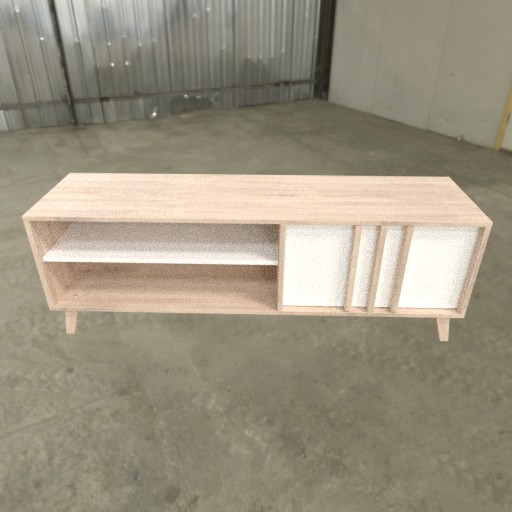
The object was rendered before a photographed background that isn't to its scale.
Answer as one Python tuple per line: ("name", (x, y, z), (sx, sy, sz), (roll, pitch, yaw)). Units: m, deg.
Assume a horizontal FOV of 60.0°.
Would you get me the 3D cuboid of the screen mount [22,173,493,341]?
("screen mount", (0.000, 0.000, 1.712), (1.500, 0.510, 0.400), (1, 31, 1))
